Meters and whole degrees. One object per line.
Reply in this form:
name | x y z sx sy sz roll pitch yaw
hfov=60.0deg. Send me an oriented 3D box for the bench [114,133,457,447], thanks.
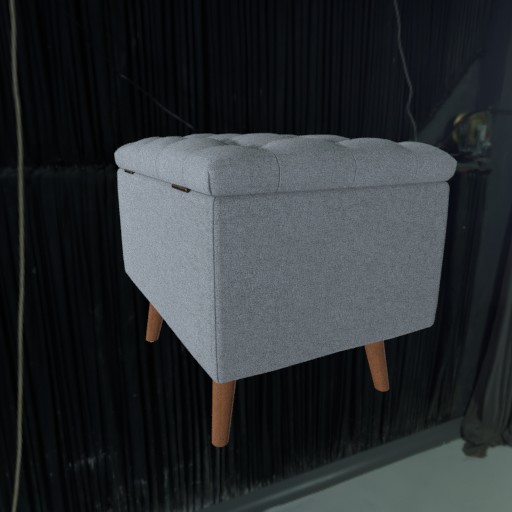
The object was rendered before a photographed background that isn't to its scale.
bench | 0.000 0.000 0.882 0.417 0.469 0.572 -8 17 -27
